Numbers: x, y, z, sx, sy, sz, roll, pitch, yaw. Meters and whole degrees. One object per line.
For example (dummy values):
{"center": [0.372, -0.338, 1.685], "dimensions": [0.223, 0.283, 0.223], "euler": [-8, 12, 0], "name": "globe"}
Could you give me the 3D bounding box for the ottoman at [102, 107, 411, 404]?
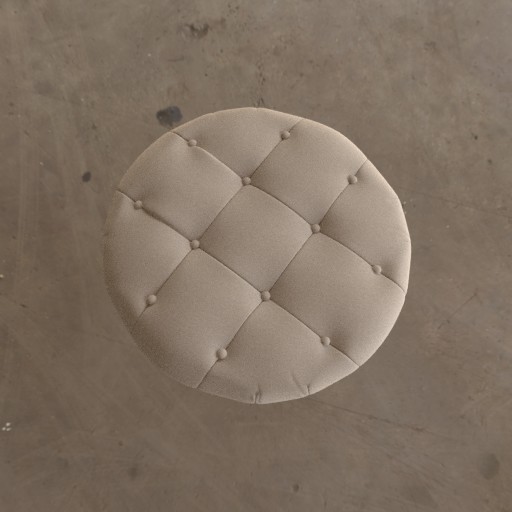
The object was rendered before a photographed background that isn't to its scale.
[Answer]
{"center": [0.000, 0.000, 1.432], "dimensions": [0.901, 0.439, 0.901], "euler": [0, 74, 0], "name": "ottoman"}
